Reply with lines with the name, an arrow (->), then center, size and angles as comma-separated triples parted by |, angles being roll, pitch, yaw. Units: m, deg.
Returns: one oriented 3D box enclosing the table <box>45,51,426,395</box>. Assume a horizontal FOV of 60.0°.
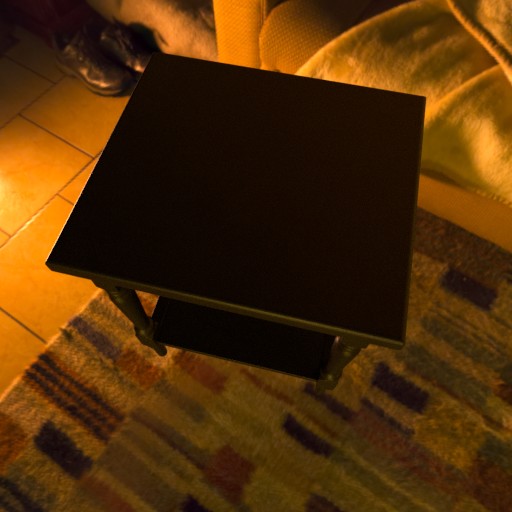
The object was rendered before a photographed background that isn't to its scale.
table -> 0.000, 0.000, 0.923 | 0.488, 0.565, 0.442 | 12, 63, 6
